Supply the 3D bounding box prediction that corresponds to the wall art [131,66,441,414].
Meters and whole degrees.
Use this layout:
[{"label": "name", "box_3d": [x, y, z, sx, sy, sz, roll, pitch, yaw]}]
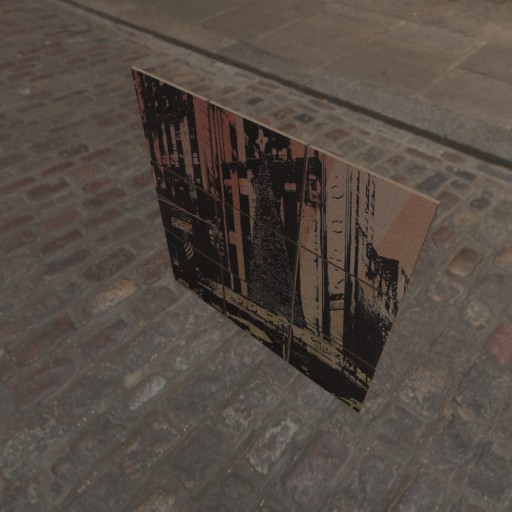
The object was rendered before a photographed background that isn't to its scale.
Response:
[{"label": "wall art", "box_3d": [0.000, 0.000, 2.280, 1.527, 1.521, 0.017, 32, 54, 27]}]
